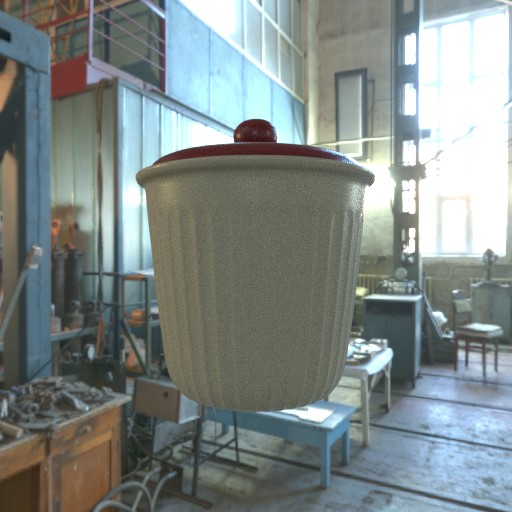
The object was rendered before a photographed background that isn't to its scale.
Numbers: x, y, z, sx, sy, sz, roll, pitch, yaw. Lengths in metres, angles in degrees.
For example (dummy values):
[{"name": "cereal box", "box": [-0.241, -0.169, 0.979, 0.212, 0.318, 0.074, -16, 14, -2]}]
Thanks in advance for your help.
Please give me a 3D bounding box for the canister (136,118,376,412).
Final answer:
[{"name": "canister", "box": [0.000, 0.000, 0.345, 0.181, 0.211, 0.181, 0, 1, 0]}]
